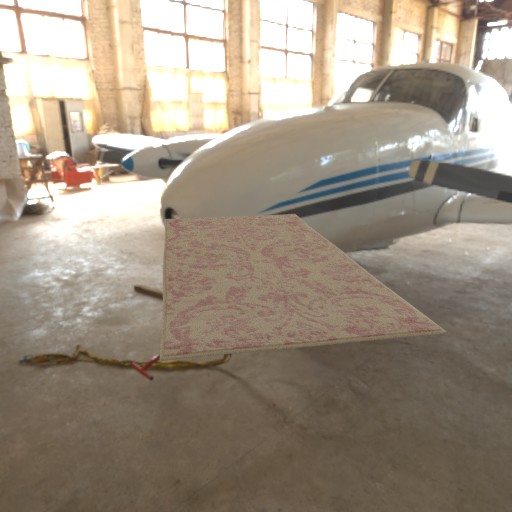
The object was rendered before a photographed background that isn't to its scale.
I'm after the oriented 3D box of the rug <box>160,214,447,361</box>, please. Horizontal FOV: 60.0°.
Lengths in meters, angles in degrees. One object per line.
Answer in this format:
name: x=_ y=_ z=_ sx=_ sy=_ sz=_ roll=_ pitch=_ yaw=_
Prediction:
rug: x=0.000 y=0.000 z=1.468 sx=0.604 sy=0.007 sz=1.219 roll=-3 pitch=18 yaw=-10
